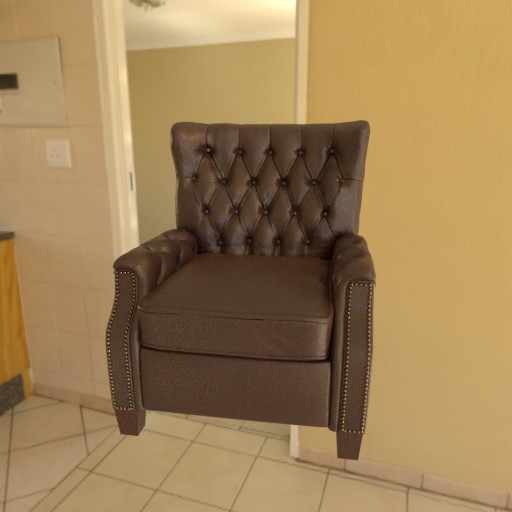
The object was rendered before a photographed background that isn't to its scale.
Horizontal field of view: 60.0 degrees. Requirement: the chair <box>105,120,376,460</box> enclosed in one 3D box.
[{"bbox_3d":[0.000,0.000,1.436,0.709,0.864,0.823,2,15,9],"label":"chair"}]
